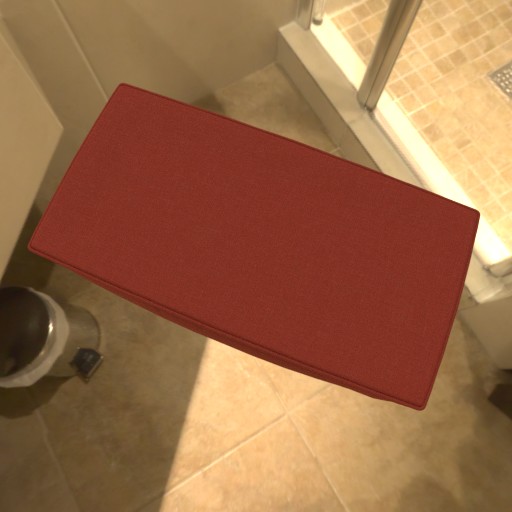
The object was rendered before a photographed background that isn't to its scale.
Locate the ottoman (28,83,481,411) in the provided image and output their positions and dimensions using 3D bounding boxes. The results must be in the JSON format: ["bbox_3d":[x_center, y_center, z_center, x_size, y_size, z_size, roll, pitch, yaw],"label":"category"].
[{"bbox_3d":[0.000,0.000,1.213,0.948,0.454,0.497,21,76,6],"label":"ottoman"}]
